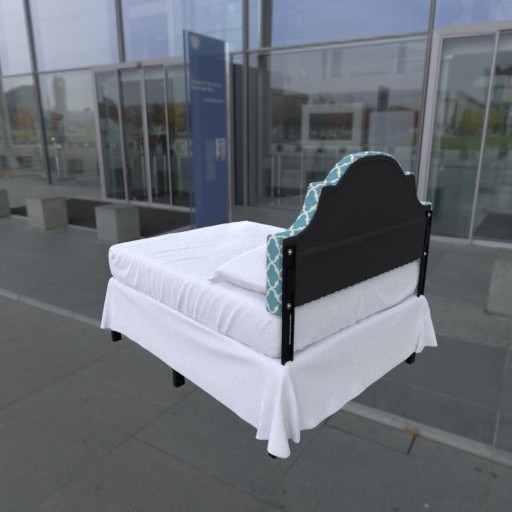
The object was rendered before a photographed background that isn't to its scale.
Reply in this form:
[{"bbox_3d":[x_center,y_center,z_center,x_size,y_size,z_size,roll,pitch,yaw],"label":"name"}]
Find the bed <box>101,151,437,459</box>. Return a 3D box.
[{"bbox_3d":[0.000,0.000,3.420,1.780,1.633,2.222,-14,21,-41],"label":"bed"}]
